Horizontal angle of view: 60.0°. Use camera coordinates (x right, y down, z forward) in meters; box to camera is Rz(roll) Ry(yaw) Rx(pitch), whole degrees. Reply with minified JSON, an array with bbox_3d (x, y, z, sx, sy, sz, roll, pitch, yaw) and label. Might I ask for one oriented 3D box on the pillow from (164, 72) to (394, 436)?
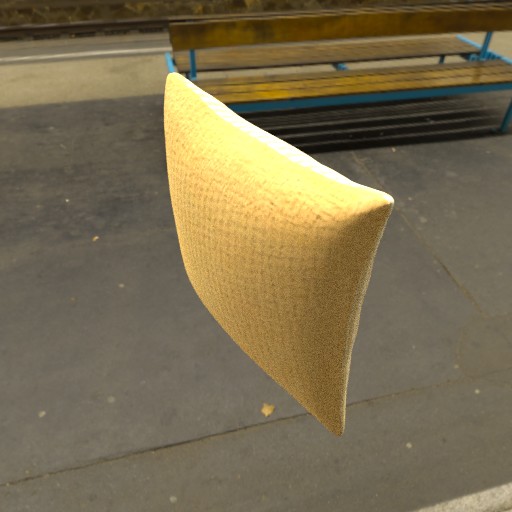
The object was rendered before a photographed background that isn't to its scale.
[{"bbox_3d":[0.000,0.000,0.640,0.173,0.407,0.419,-25,47,-26],"label":"pillow"}]
